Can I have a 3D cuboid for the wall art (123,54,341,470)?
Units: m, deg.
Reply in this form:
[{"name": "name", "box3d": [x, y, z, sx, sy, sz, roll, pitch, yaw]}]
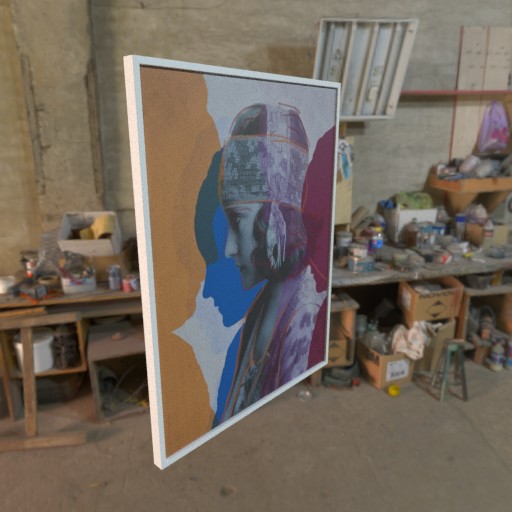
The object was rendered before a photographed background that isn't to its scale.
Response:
[{"name": "wall art", "box3d": [0.000, 0.000, 1.364, 0.039, 1.050, 0.795, 14, 21, 41]}]
